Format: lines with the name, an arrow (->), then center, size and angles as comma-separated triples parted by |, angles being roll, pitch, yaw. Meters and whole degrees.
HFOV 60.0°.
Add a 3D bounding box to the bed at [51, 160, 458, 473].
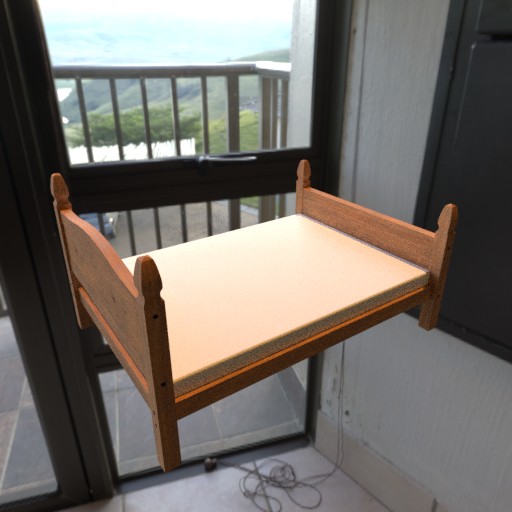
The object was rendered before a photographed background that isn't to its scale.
bed -> 0.000, 0.000, 2.915 | 2.069, 1.100, 1.490 | -17, 30, -31
